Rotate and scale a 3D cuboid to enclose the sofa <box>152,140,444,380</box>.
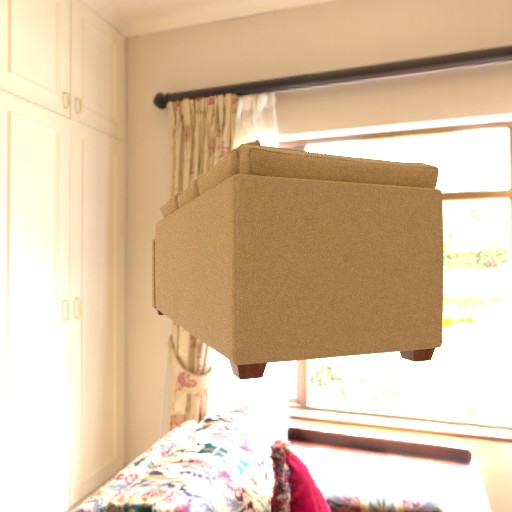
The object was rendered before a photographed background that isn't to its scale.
[{"bbox_3d":[0.000,0.000,2.885,1.061,0.962,2.317,0,-1,-20],"label":"sofa"}]
